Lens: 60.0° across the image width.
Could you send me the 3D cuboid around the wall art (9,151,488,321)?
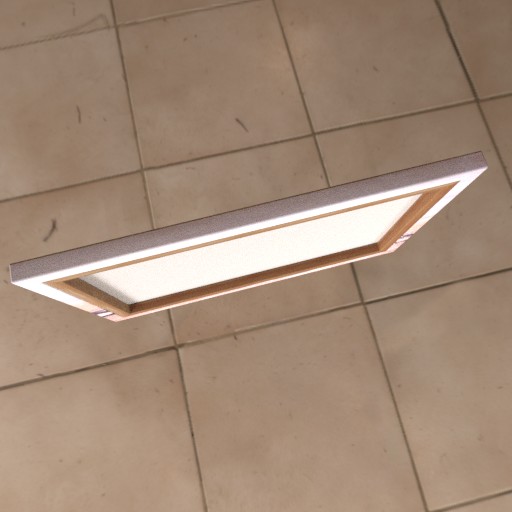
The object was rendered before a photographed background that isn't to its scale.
[{"bbox_3d":[0.000,0.000,1.118,0.913,0.609,0.038,-14,76,-4],"label":"wall art"}]
